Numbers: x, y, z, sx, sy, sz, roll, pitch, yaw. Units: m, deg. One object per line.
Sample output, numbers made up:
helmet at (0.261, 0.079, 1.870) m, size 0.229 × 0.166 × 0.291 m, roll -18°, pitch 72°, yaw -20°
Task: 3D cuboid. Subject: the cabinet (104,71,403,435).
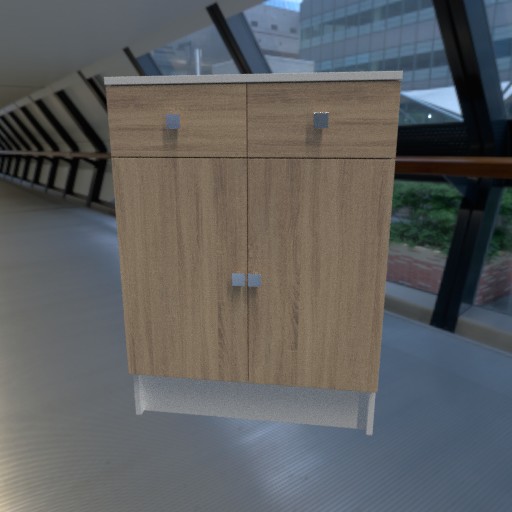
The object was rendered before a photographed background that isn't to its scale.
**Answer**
cabinet at (0.000, 0.000, 1.112) m, size 0.600 × 0.815 × 0.296 m, roll 2°, pitch 15°, yaw 8°
